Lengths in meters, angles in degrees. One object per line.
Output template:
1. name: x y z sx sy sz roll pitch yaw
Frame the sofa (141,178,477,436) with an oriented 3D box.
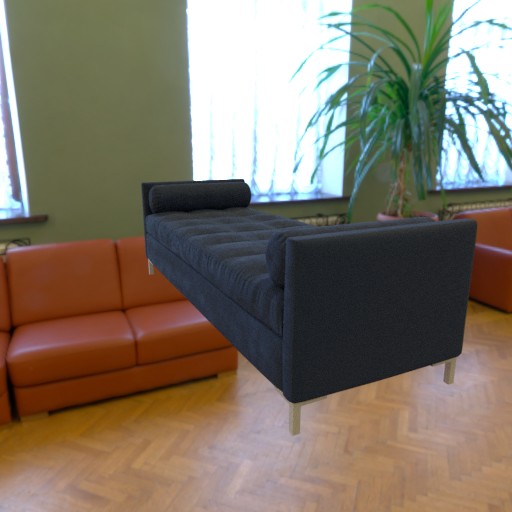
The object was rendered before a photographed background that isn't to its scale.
1. sofa: 0.000 0.000 2.407 0.797 0.657 2.102 -7 16 -25
